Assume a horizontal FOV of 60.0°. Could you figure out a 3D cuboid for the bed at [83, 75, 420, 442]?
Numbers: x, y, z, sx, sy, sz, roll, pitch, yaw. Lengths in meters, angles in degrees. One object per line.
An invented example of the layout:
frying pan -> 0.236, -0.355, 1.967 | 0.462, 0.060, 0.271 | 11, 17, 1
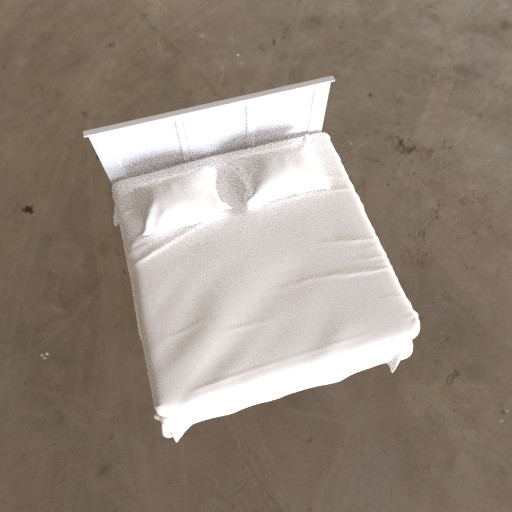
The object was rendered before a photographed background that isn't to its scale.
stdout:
bed -> 0.000, 0.000, 3.561 | 2.317, 1.273, 2.215 | -15, 65, -7
